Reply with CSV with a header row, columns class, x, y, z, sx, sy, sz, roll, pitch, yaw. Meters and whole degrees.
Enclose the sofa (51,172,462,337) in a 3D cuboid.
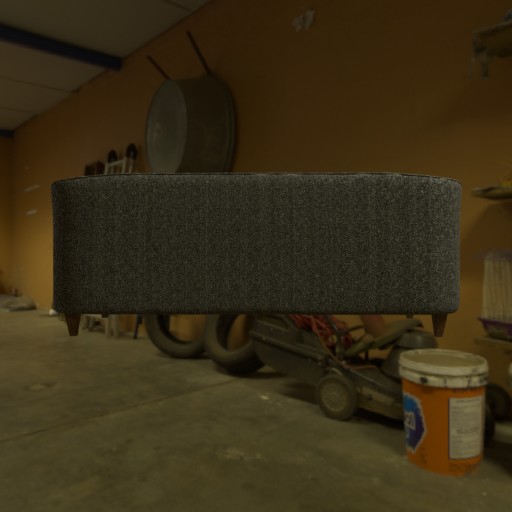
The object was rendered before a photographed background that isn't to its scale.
class,x,y,z,sx,sy,sz,roll,pitch,yaw
sofa,0.000,0.000,2.713,2.278,0.855,0.941,0,0,1
